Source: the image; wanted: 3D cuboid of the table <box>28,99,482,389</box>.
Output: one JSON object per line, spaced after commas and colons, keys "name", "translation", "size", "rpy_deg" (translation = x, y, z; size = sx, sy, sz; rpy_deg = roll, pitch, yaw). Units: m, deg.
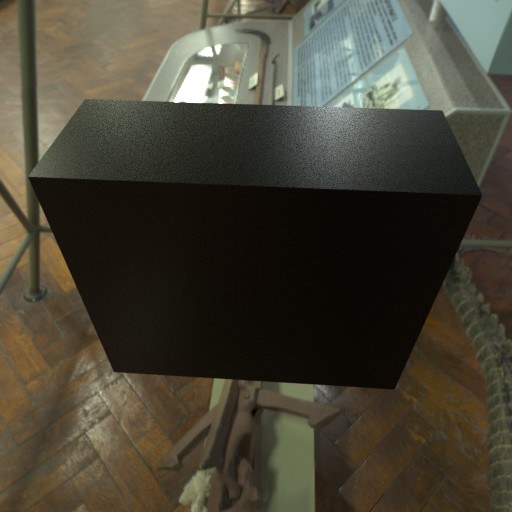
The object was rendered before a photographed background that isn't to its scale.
{"name": "table", "translation": [0.000, 0.000, 1.318], "size": [0.930, 0.790, 0.380], "rpy_deg": [3, 45, 3]}
